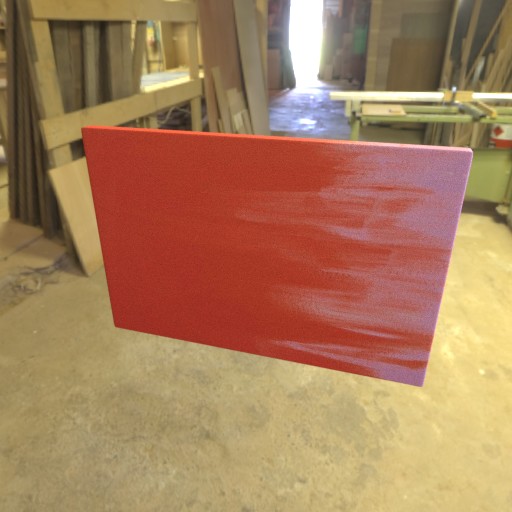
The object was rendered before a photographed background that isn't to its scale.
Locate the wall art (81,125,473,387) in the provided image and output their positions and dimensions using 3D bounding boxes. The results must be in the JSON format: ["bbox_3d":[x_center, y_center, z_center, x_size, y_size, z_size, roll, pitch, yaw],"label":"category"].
[{"bbox_3d":[0.000,0.000,1.147,0.913,0.609,0.040,8,27,15],"label":"wall art"}]
